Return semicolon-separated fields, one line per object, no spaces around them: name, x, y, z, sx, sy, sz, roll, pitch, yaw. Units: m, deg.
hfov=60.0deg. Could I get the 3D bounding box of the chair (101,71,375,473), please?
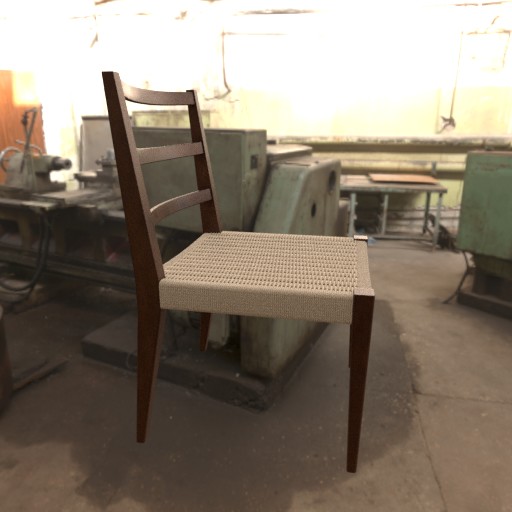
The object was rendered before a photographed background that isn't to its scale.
chair;0.000;0.000;1.100;0.551;0.813;0.480;3;17;11
